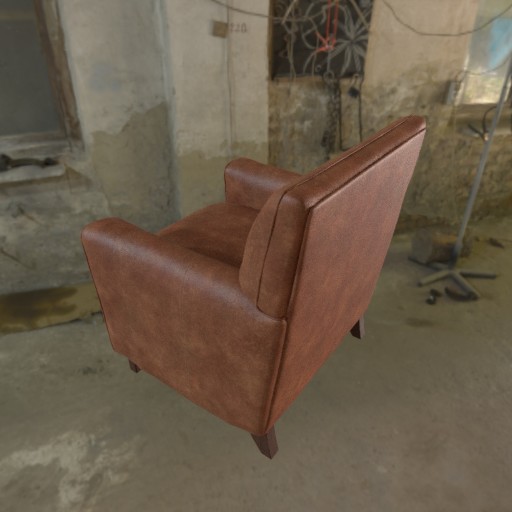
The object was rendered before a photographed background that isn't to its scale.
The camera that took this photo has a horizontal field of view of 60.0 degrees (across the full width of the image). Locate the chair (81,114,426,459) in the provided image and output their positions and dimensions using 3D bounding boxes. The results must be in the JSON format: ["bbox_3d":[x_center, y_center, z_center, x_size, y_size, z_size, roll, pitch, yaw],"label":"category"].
[{"bbox_3d":[0.000,0.000,1.589,0.823,0.943,0.870,20,36,30],"label":"chair"}]
